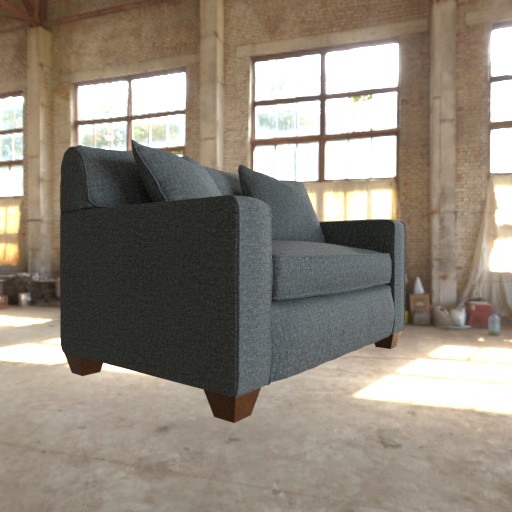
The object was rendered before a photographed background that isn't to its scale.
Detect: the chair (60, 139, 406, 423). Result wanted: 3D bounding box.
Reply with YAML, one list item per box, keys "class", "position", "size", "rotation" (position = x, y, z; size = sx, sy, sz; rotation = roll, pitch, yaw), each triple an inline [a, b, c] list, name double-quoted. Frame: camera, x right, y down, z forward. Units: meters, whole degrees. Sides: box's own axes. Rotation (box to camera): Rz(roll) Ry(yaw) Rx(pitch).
- class: "chair"
  position: [0.000, 0.000, 2.051]
  size: [1.000, 0.948, 1.383]
  rotation: [0, 1, 38]
